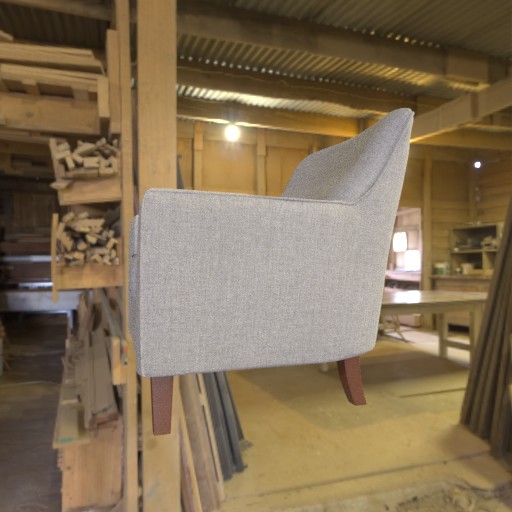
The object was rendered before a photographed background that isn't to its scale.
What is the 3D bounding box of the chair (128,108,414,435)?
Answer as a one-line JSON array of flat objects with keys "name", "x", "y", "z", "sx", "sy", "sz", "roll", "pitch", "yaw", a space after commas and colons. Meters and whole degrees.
[{"name": "chair", "x": 0.000, "y": 0.000, "z": 1.787, "sx": 0.993, "sy": 1.047, "sz": 0.887, "roll": 0, "pitch": 0, "yaw": -18}]
